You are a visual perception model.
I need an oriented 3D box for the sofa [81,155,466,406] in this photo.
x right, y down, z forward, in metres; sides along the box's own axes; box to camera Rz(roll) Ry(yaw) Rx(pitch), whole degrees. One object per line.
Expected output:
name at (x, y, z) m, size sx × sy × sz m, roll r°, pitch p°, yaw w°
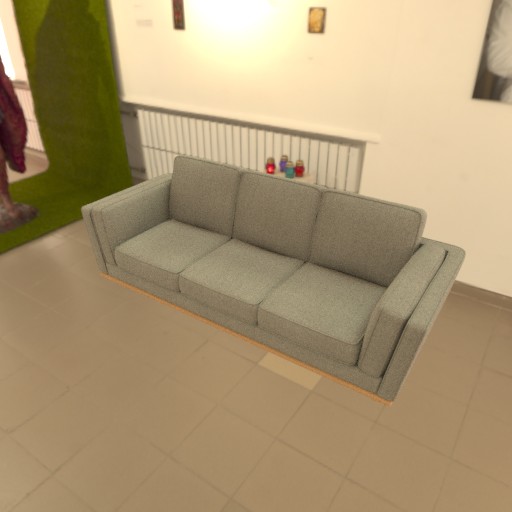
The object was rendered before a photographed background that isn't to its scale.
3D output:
sofa at (0.000, 0.000, 2.910) m, size 2.362 × 0.899 × 0.903 m, roll 19°, pitch 35°, yaw 29°
